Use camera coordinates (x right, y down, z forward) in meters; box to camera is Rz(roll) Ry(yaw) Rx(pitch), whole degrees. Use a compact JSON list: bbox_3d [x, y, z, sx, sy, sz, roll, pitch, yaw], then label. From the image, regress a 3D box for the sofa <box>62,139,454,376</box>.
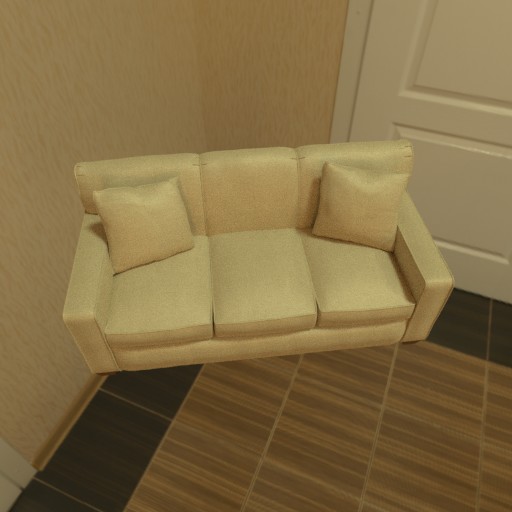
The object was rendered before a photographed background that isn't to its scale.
[{"bbox_3d":[0.000,0.000,2.654,2.024,0.958,0.997,-5,47,-4],"label":"sofa"}]
